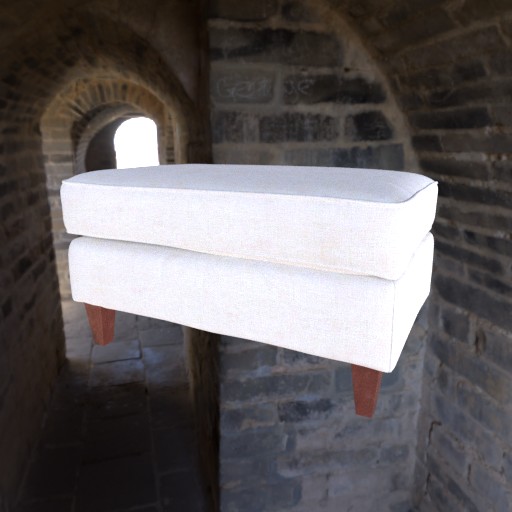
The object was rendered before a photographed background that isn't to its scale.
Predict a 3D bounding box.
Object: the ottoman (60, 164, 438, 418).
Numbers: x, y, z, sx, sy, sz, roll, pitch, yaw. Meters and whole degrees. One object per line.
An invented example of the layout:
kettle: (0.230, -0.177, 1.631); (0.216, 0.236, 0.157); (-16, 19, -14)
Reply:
ottoman: (0.000, 0.000, 1.214); (0.862, 0.484, 0.583); (7, 16, 26)
